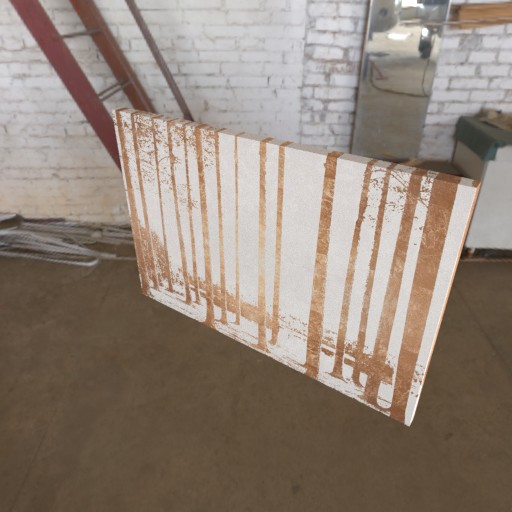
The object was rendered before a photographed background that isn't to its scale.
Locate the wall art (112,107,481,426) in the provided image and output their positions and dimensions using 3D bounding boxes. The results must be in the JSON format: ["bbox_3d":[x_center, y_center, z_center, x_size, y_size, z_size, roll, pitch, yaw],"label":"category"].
[{"bbox_3d":[0.000,0.000,1.127,0.914,0.609,0.035,20,37,29],"label":"wall art"}]
